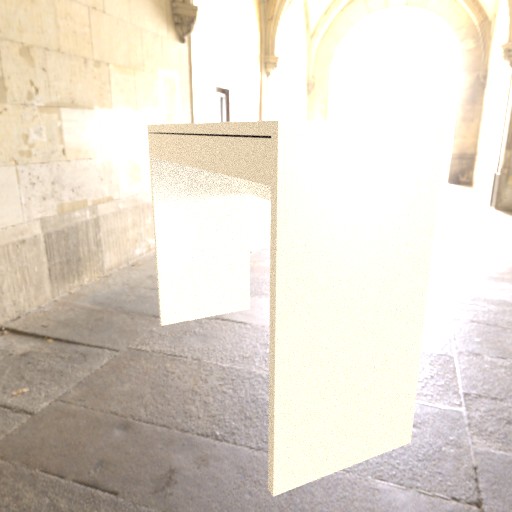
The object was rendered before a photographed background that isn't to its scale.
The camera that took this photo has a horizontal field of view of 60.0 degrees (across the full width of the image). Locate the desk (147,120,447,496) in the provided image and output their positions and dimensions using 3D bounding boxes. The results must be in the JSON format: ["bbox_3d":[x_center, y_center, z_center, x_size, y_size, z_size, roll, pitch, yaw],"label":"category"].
[{"bbox_3d":[0.000,0.000,1.380,0.400,0.790,1.000,-8,18,-25],"label":"desk"}]
